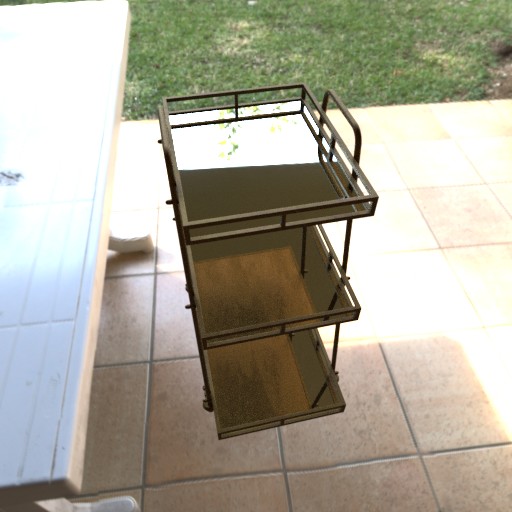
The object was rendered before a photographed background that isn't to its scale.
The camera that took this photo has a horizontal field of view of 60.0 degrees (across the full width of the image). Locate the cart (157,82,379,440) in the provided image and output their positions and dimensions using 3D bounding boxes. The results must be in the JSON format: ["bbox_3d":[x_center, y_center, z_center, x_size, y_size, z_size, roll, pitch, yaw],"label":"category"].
[{"bbox_3d":[0.000,0.000,1.272,0.441,0.883,0.711,-9,48,-9],"label":"cart"}]
